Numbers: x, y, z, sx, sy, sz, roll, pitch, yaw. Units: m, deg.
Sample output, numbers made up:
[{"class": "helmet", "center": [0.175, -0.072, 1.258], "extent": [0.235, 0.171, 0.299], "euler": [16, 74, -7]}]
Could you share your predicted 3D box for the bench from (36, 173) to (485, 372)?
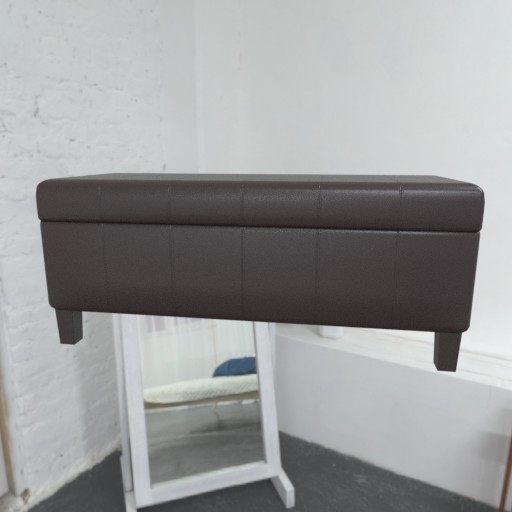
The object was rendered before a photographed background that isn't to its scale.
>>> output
[{"class": "bench", "center": [0.000, 0.000, 1.300], "extent": [1.092, 0.457, 0.429], "euler": [2, 13, 9]}]
